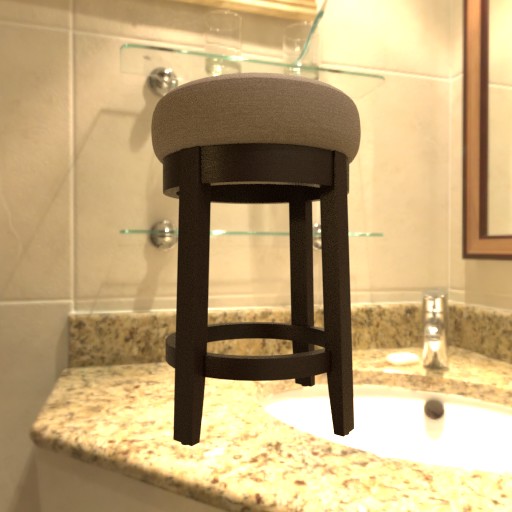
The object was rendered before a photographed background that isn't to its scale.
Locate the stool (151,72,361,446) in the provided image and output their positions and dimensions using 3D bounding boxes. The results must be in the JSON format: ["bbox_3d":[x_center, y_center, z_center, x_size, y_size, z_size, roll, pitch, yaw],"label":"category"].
[{"bbox_3d":[0.000,0.000,0.966,0.443,0.672,0.443,0,1,0],"label":"stool"}]
